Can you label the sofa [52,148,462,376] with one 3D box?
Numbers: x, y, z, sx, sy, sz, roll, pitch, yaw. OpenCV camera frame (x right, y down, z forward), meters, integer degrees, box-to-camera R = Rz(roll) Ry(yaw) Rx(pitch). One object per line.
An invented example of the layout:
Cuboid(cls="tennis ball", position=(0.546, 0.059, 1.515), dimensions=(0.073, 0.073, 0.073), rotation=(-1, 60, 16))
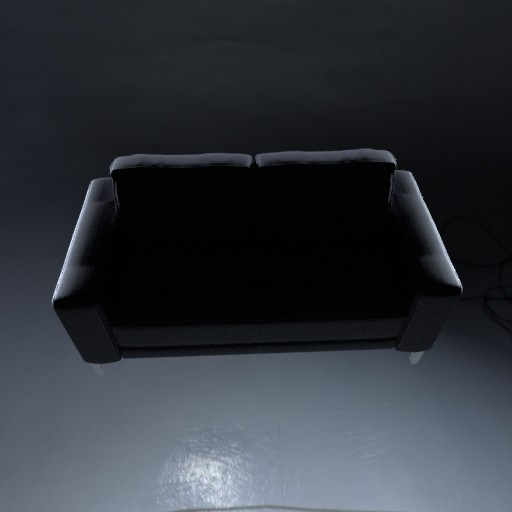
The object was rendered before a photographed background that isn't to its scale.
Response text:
Cuboid(cls="sofa", position=(0.000, 0.000, 2.210), dimensions=(1.726, 0.893, 0.833), rotation=(-2, 48, -2))
